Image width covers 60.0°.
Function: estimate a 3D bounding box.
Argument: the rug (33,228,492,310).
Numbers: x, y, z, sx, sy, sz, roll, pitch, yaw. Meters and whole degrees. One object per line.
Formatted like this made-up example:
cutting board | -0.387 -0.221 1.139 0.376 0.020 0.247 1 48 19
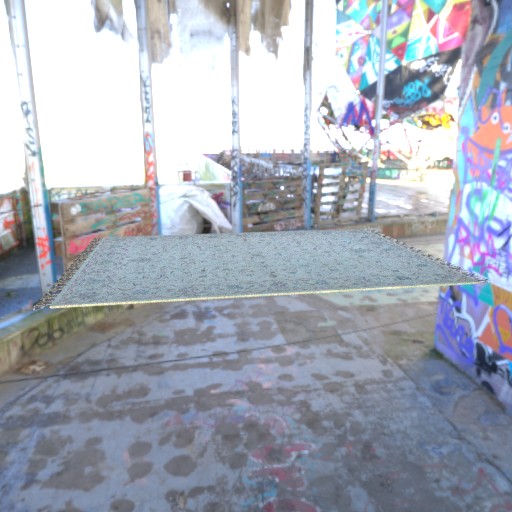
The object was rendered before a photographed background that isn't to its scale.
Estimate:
rug | 0.000 0.000 2.284 1.802 0.008 1.247 -2 14 -10
